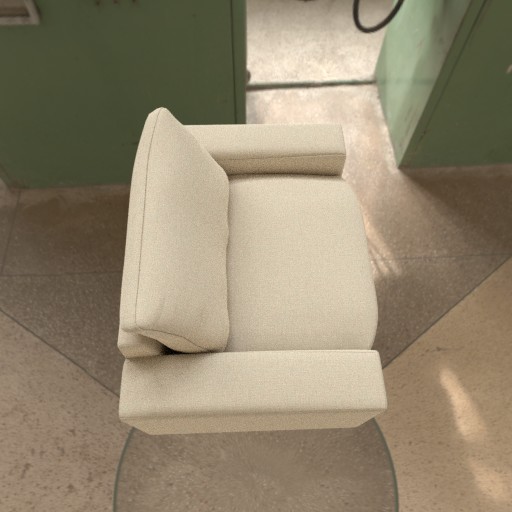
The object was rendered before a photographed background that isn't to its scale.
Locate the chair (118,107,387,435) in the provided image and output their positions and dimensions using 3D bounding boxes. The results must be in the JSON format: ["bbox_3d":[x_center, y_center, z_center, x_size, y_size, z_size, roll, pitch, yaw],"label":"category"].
[{"bbox_3d":[0.000,0.000,2.007,1.039,0.915,1.398,-2,63,-1],"label":"chair"}]
